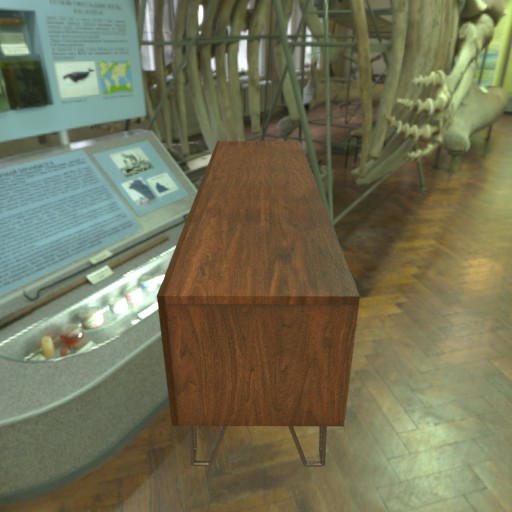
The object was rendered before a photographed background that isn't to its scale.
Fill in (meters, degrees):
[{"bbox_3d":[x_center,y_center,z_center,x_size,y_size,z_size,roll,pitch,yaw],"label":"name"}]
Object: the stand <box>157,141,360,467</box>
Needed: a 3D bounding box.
[{"bbox_3d":[0.000,0.000,1.860,0.481,0.610,1.626,0,26,0],"label":"stand"}]
